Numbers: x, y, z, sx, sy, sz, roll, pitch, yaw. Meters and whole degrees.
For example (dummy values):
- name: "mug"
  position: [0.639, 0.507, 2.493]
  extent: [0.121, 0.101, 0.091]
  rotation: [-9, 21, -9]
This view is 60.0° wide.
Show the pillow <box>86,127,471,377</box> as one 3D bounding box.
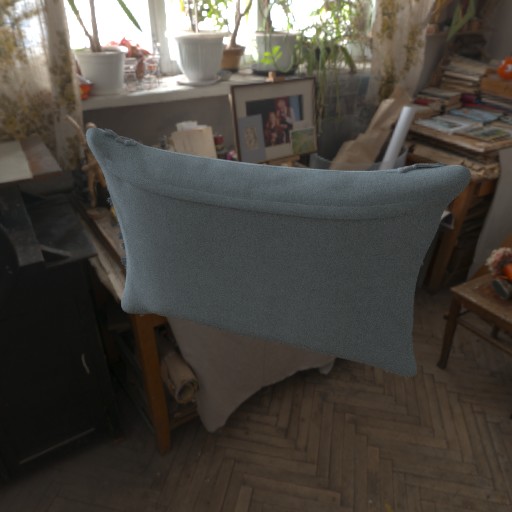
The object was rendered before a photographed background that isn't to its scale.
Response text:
- name: "pillow"
  position: [0.000, 0.000, 0.591]
  extent: [0.466, 0.305, 0.084]
  rotation: [10, 33, 15]
